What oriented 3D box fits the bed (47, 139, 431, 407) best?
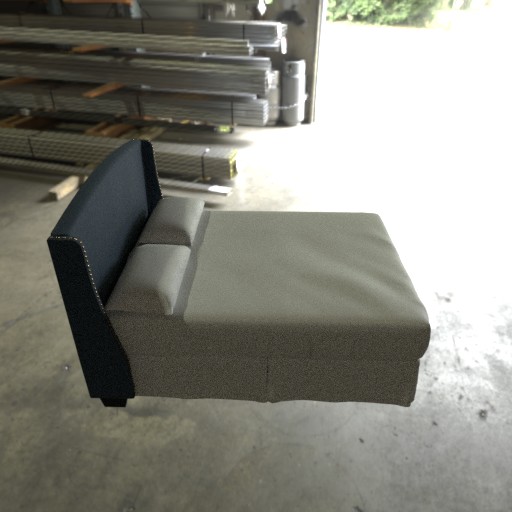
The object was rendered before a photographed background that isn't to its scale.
[{"bbox_3d":[0.000,0.000,3.354,2.237,1.407,1.710,1,32,1],"label":"bed"}]
